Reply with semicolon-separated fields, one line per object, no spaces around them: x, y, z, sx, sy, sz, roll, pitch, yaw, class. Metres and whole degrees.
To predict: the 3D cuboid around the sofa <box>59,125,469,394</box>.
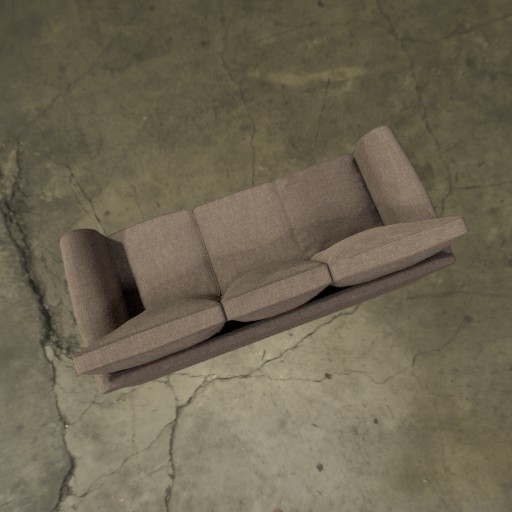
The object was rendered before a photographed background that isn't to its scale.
0.000;0.000;2.635;2.084;0.961;0.916;-20;77;-5;sofa
